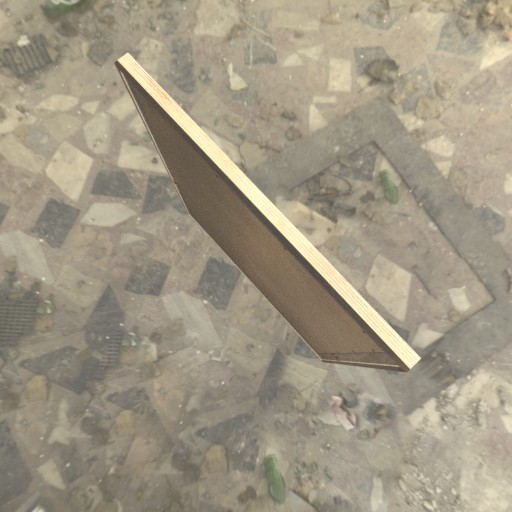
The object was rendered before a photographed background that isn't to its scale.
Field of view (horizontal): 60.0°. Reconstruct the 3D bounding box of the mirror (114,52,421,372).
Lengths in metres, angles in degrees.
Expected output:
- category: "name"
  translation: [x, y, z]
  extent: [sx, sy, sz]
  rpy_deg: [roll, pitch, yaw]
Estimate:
- category: "mirror"
  translation: [0.000, 0.000, 1.175]
  extent: [0.032, 0.882, 0.730]
  rpy_deg: [-41, 81, -8]
